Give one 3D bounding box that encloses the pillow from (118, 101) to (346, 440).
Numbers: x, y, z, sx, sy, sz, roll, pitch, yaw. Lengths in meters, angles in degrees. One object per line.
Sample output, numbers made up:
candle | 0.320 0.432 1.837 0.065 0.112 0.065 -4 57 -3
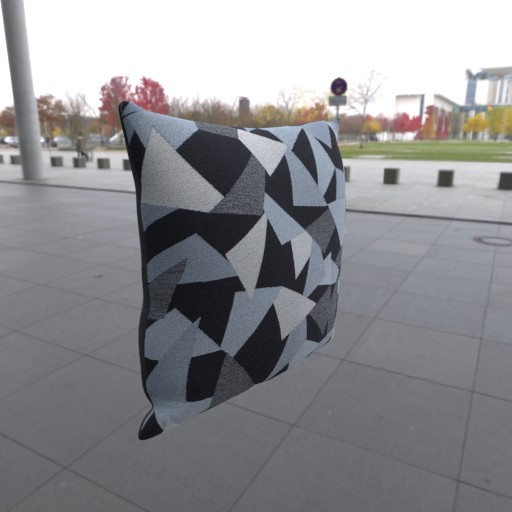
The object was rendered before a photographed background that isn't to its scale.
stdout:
pillow | 0.000 0.000 0.784 0.208 0.496 0.503 14 21 42
